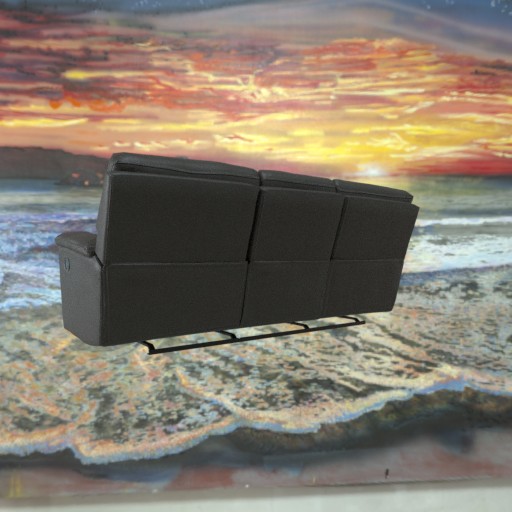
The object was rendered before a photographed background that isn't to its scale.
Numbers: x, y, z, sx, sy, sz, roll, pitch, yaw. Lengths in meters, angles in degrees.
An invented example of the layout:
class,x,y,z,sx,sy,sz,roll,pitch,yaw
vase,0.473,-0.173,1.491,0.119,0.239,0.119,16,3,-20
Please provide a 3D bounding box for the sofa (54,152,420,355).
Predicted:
class,x,y,z,sx,sy,sz,roll,pitch,yaw
sofa,0.000,0.000,3.301,2.627,1.134,1.104,0,1,-36
